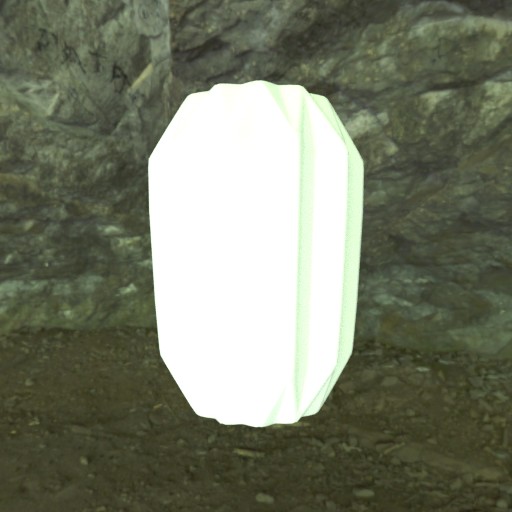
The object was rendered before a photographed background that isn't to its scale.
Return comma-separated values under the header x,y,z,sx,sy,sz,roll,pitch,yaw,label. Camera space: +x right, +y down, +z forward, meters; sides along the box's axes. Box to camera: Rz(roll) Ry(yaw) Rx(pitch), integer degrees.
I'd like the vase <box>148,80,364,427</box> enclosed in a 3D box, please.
x,y,z,sx,sy,sz,roll,pitch,yaw,label
0.000,0.000,0.411,0.195,0.275,0.195,0,0,0,vase
